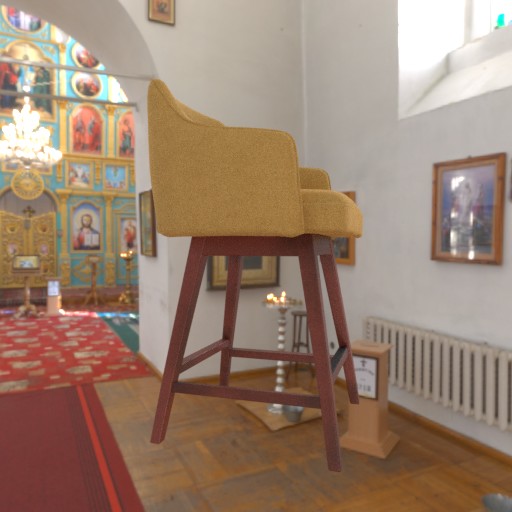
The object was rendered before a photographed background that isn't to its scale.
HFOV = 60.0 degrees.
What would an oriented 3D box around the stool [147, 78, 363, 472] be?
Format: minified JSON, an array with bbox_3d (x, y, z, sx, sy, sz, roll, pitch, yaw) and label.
[{"bbox_3d":[0.000,0.000,1.250,0.558,0.924,0.548,0,1,18],"label":"stool"}]
